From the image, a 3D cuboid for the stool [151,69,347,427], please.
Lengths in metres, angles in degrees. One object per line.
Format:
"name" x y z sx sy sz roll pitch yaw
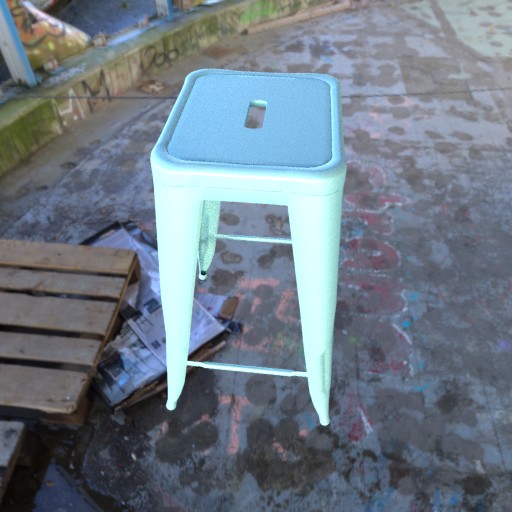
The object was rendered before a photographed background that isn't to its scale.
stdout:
"stool" 0.000 0.000 0.865 0.359 0.609 0.399 4 47 4
